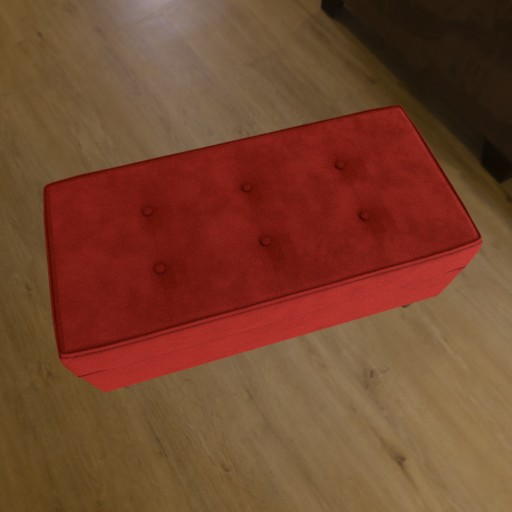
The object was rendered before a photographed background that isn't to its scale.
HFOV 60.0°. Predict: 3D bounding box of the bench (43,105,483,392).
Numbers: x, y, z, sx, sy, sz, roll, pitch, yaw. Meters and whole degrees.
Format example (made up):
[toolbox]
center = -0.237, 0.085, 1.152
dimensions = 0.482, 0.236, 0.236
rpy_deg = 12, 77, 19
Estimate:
[bench]
center = 0.000, 0.000, 1.283
dimensions = 1.016, 0.471, 0.492
rpy_deg = -15, 63, -8
